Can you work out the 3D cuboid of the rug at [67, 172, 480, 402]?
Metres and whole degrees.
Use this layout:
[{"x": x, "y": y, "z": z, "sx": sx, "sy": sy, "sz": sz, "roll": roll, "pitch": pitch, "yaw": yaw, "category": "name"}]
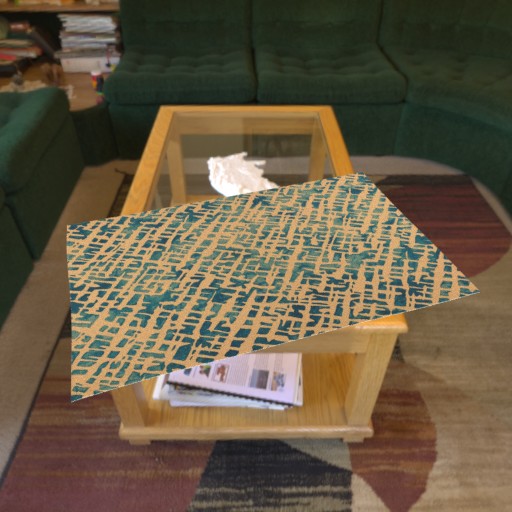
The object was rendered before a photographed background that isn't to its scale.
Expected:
[{"x": 0.000, "y": 0.000, "z": 3.019, "sx": 2.447, "sy": 0.011, "sz": 1.520, "roll": -12, "pitch": 43, "yaw": -14, "category": "rug"}]
